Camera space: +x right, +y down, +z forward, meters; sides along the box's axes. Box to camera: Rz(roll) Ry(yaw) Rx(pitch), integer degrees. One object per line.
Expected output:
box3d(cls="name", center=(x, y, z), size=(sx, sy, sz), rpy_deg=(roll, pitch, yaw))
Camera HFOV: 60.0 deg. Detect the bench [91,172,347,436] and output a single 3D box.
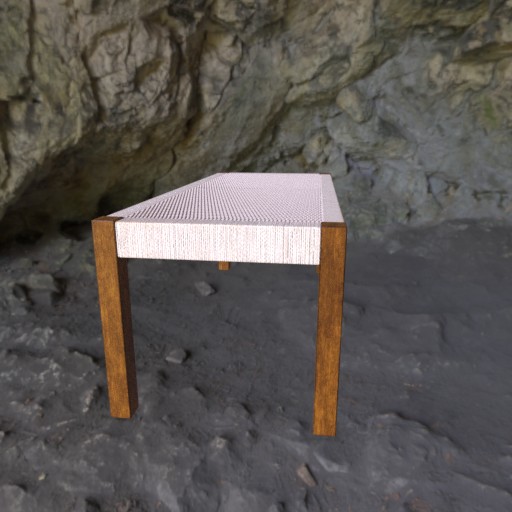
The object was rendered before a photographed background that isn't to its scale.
box3d(cls="bench", center=(0.000, 0.000, 1.491), size=(0.507, 0.457, 1.198), rpy_deg=(2, 15, 7))
